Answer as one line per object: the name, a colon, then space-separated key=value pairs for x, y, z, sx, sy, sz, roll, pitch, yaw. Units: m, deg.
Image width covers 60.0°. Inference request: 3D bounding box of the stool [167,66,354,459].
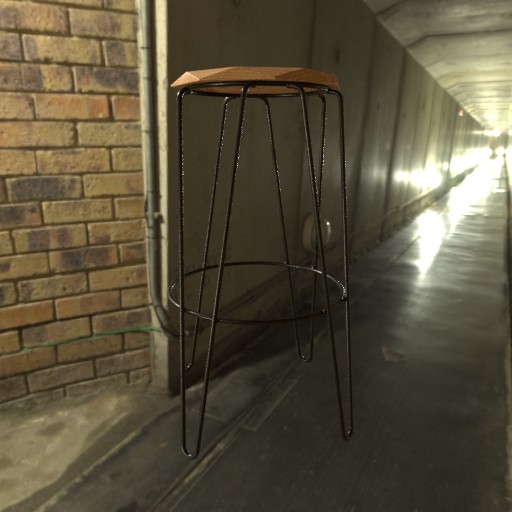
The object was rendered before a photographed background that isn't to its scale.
stool: x=0.000 y=0.000 z=0.810 sx=0.326 sy=0.610 sz=0.326 roll=-2 pitch=16 yaw=-9
